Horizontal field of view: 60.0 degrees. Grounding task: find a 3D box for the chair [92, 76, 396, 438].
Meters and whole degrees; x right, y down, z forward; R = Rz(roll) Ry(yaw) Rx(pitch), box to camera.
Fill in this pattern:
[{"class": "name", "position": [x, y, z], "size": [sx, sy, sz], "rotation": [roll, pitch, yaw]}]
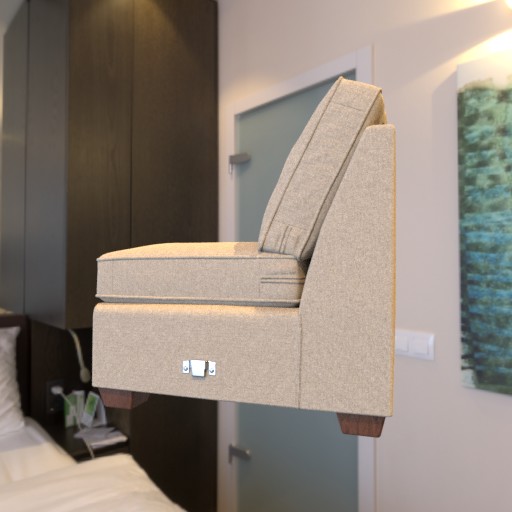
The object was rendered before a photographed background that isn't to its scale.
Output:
[{"class": "chair", "position": [0.000, 0.000, 1.689], "size": [1.020, 1.058, 0.674], "rotation": [0, -1, 18]}]
